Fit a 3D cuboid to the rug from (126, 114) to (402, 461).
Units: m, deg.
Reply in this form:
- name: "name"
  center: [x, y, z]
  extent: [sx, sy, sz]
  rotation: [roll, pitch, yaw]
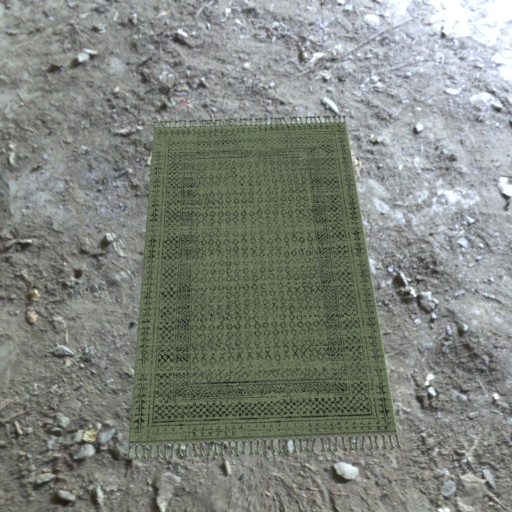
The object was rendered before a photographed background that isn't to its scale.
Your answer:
- name: "rug"
  center: [0.000, 0.000, 3.004]
  extent: [1.548, 0.013, 2.486]
  rotation: [-2, 64, -1]
